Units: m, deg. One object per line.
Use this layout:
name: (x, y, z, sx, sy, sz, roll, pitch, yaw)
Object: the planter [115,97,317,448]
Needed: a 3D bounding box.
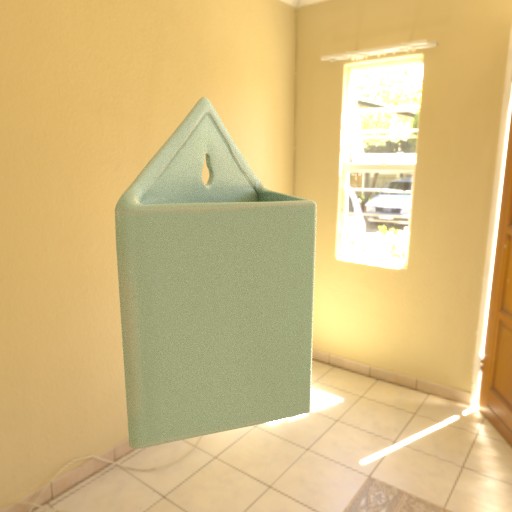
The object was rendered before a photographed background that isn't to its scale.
planter: (0.000, 0.000, 0.282, 0.079, 0.197, 0.164, 6, 13, 27)
